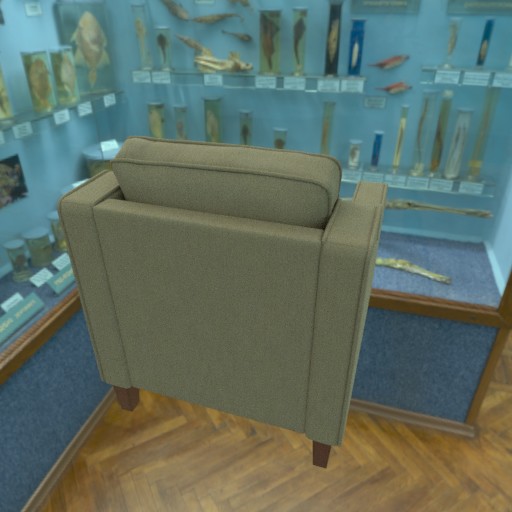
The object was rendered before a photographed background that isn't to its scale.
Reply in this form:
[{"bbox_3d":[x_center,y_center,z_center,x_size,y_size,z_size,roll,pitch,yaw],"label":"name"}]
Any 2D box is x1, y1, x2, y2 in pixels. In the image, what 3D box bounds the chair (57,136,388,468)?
[{"bbox_3d":[0.000,0.000,1.608,0.831,0.960,0.909,10,32,16],"label":"chair"}]
